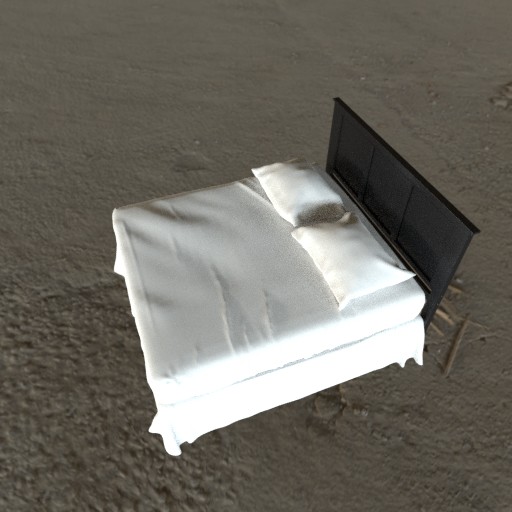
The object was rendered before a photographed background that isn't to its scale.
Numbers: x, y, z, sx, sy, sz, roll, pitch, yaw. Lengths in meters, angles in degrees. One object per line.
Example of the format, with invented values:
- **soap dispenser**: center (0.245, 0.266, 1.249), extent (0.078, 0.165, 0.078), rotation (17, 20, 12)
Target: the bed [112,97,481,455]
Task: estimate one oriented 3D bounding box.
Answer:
- **bed**: center (0.000, 0.000, 3.188), extent (2.050, 1.270, 1.870), rotation (-16, 49, -14)
